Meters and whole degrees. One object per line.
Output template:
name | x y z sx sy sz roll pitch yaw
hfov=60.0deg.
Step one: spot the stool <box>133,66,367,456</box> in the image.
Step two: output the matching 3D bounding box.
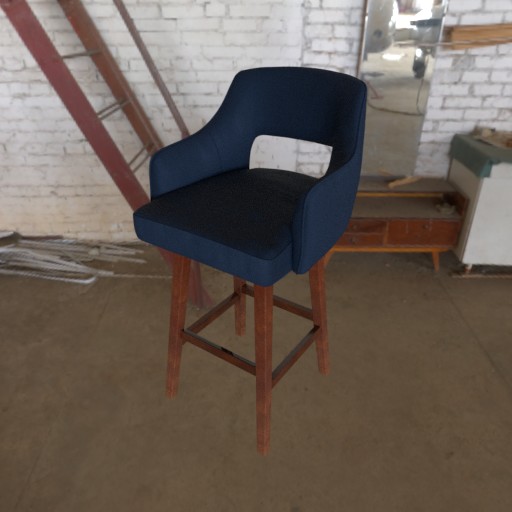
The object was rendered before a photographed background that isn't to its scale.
stool | 0.000 0.000 1.385 0.550 1.041 0.560 19 35 30
